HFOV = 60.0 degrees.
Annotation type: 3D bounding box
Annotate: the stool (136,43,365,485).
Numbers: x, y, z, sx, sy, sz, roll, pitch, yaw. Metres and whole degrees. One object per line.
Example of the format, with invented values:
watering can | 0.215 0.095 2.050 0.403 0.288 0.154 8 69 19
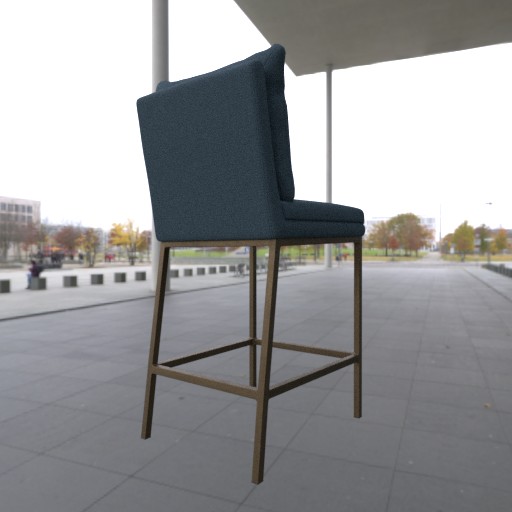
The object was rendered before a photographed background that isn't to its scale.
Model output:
stool | 0.000 0.000 1.339 0.463 1.032 0.568 0 1 37
